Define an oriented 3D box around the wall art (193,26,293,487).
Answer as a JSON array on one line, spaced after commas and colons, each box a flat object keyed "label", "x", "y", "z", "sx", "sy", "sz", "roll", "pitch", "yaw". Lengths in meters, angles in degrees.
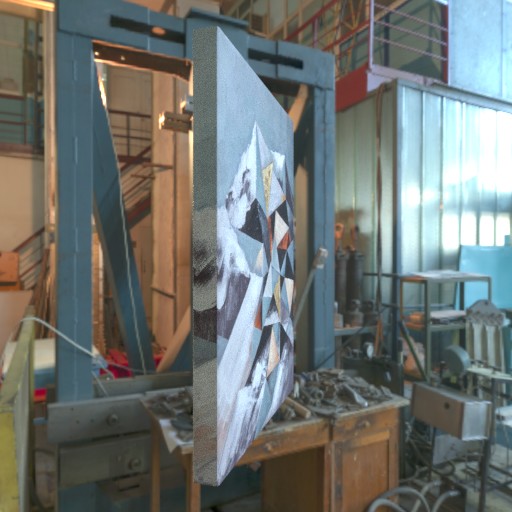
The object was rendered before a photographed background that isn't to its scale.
[{"label": "wall art", "x": 0.000, "y": 0.000, "z": 0.807, "sx": 0.037, "sy": 0.613, "sz": 0.455, "roll": 0, "pitch": 0, "yaw": 18}]
